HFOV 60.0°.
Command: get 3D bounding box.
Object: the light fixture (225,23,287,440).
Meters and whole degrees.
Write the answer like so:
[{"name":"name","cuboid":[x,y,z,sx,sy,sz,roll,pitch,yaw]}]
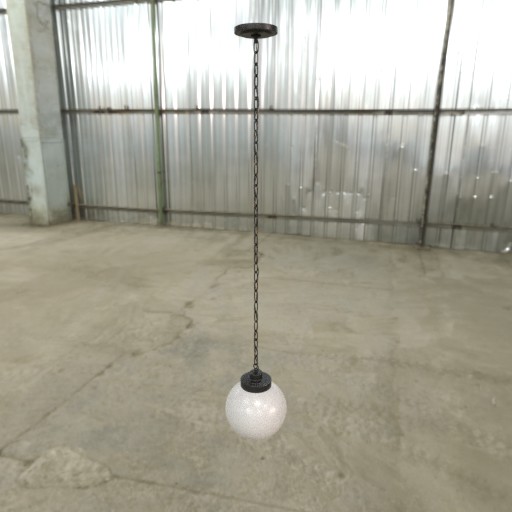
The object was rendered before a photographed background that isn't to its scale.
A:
[{"name":"light fixture","cuboid":[0.000,0.000,1.998,0.305,1.867,0.304,15,21,43]}]
